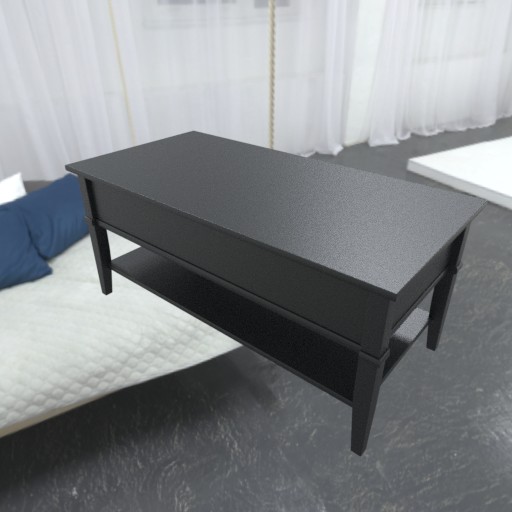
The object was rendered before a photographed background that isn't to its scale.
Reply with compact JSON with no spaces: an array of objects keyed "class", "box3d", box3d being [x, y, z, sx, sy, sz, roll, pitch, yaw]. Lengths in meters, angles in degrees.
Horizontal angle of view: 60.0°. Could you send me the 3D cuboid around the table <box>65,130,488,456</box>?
[{"class":"table","box3d":[0.000,0.000,1.318,1.044,0.470,0.523,23,37,34]}]
